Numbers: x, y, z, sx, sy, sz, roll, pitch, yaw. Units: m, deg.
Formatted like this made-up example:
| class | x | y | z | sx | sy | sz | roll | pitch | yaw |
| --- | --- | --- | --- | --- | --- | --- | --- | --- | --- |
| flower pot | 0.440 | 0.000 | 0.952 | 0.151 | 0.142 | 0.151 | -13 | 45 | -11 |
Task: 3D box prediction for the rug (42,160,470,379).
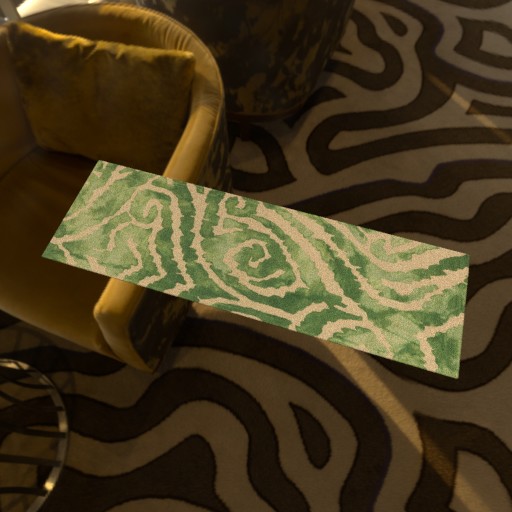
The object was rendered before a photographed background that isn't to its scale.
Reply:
| class | x | y | z | sx | sy | sz | roll | pitch | yaw |
| --- | --- | --- | --- | --- | --- | --- | --- | --- | --- |
| rug | 0.000 | 0.000 | 2.643 | 2.438 | 0.006 | 0.761 | 15 | 64 | 8 |
